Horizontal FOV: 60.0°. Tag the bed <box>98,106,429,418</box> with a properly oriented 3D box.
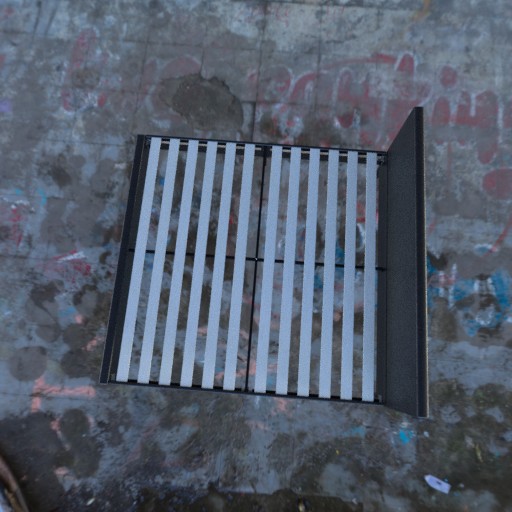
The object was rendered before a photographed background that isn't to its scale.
[{"bbox_3d":[0.000,0.000,3.304,2.152,1.046,2.018,4,76,1],"label":"bed"}]
